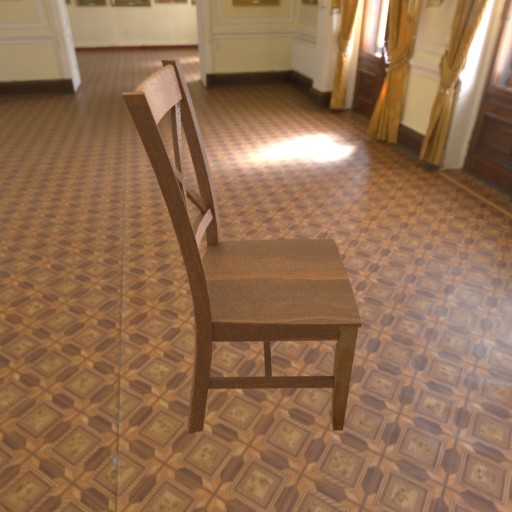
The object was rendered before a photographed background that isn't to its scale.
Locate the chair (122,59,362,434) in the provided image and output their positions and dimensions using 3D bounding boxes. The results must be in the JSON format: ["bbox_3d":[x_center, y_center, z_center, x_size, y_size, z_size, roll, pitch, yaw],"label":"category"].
[{"bbox_3d":[0.000,0.000,1.272,0.542,0.983,0.485,0,31,-1],"label":"chair"}]
